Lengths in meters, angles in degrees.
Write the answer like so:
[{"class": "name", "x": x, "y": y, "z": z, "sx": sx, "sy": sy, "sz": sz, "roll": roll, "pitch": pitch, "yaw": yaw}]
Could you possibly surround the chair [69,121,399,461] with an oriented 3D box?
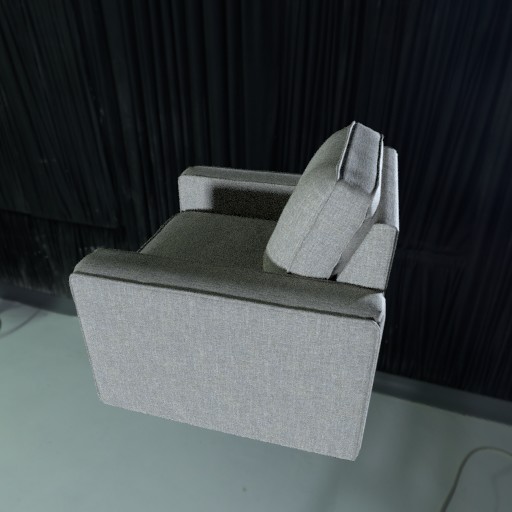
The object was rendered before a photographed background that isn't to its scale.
[{"class": "chair", "x": 0.000, "y": 0.000, "z": 1.693, "sx": 0.940, "sy": 0.914, "sz": 1.016, "roll": 8, "pitch": 32, "yaw": 13}]
